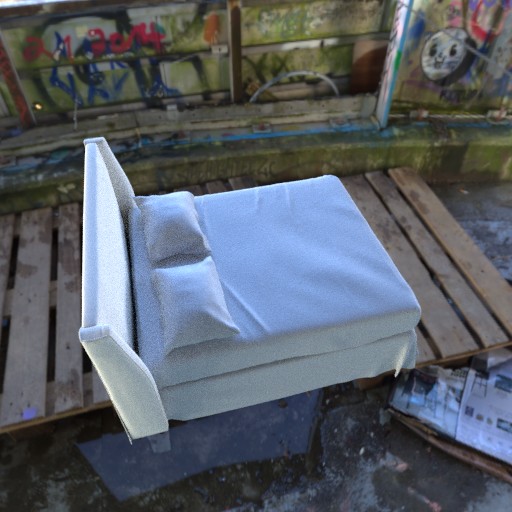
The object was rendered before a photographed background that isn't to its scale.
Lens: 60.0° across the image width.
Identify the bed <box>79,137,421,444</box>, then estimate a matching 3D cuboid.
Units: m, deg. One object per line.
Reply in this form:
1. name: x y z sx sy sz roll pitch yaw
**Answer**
1. bed: 0.000 0.000 3.440 2.276 1.332 1.925 -10 47 -10
